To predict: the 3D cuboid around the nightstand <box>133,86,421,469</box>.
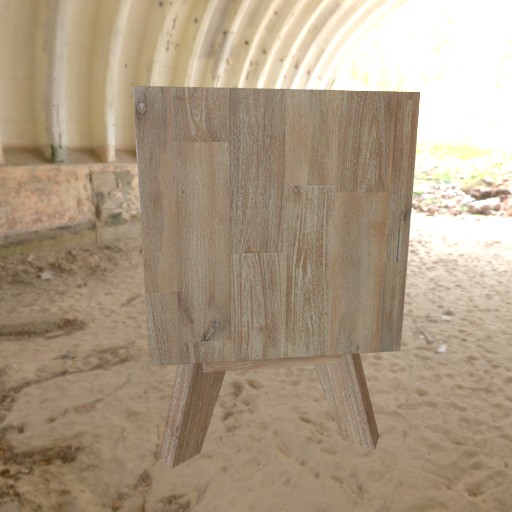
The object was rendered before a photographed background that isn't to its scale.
[{"bbox_3d":[0.000,0.000,0.931,0.396,0.589,0.552,-2,13,-7],"label":"nightstand"}]
